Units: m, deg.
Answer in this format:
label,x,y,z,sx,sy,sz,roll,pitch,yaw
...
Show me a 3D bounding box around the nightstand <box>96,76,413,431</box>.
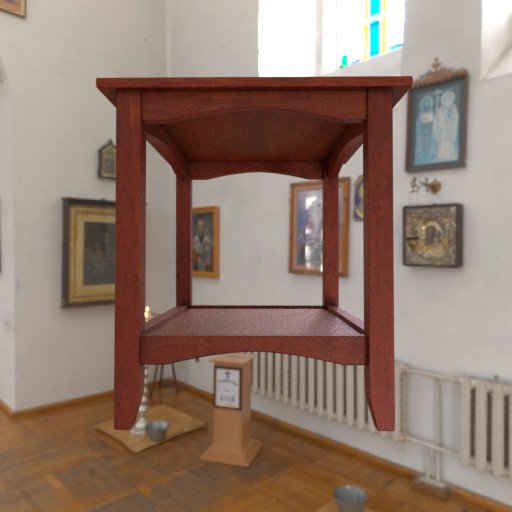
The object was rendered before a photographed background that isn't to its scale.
label,x,y,z,sx,sy,sz,roll,pitch,yaw
nightstand,0.000,0.000,0.973,0.501,0.558,0.558,0,-1,1
